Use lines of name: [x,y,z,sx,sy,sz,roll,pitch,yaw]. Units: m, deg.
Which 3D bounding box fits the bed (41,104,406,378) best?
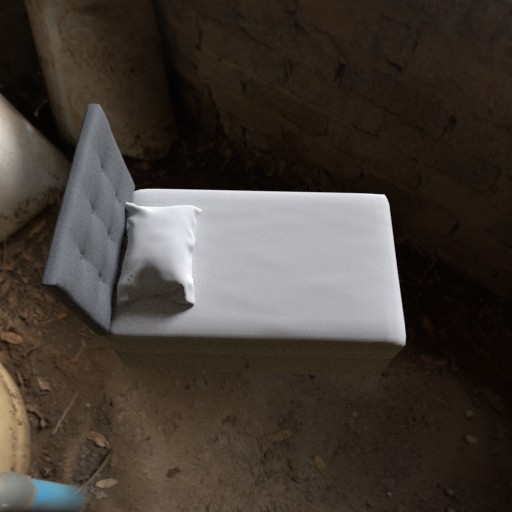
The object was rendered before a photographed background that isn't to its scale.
bed: [0.000,0.000,2.972,1.997,1.571,1.261,1,64,1]
